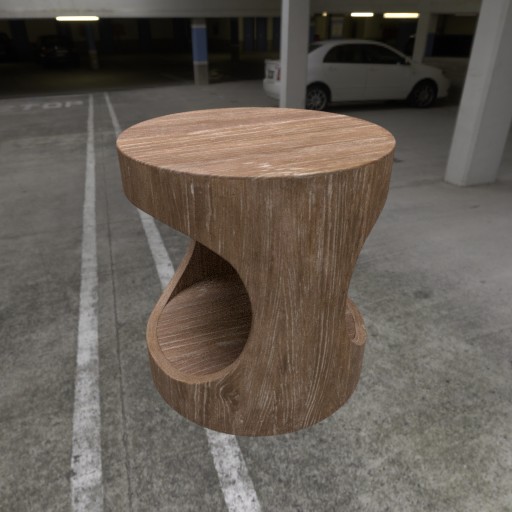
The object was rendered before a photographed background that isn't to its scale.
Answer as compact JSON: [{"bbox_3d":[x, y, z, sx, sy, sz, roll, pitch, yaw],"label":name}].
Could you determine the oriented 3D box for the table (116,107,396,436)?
[{"bbox_3d":[0.000,0.000,0.999,0.527,0.551,0.527,0,29,0],"label":"table"}]
